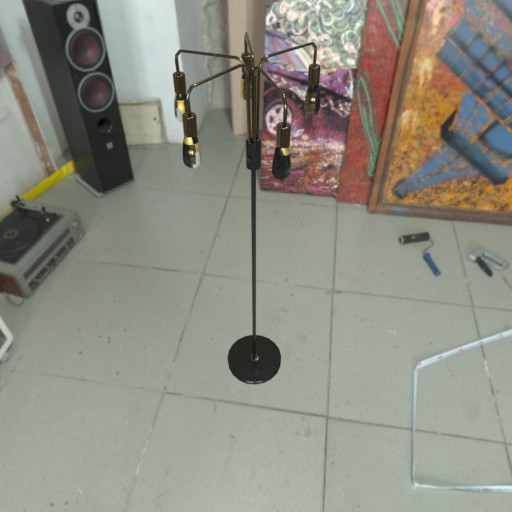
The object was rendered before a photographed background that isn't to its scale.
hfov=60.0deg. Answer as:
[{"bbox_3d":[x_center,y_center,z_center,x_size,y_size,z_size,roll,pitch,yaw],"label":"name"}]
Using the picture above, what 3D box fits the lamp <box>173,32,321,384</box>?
[{"bbox_3d":[0.000,0.000,1.981,0.572,1.721,0.599,-15,47,-14],"label":"lamp"}]
